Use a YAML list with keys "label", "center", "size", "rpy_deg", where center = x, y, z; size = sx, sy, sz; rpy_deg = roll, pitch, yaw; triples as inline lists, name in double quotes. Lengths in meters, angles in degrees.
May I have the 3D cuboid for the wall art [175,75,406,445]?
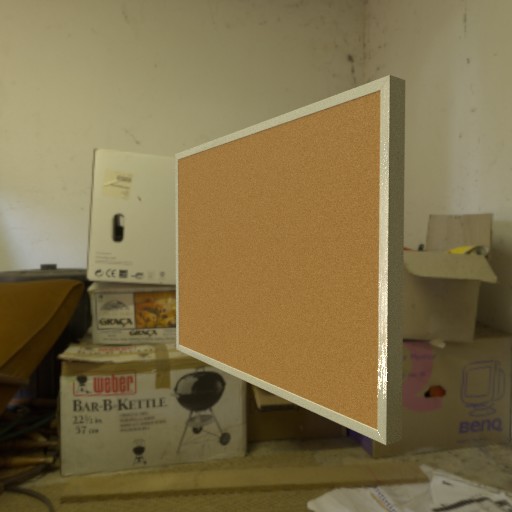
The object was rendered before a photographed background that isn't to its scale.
- label: "wall art"
  center: [0.000, 0.000, 1.379]
  size: [0.053, 0.787, 1.041]
  rpy_deg: [-1, 2, -35]
